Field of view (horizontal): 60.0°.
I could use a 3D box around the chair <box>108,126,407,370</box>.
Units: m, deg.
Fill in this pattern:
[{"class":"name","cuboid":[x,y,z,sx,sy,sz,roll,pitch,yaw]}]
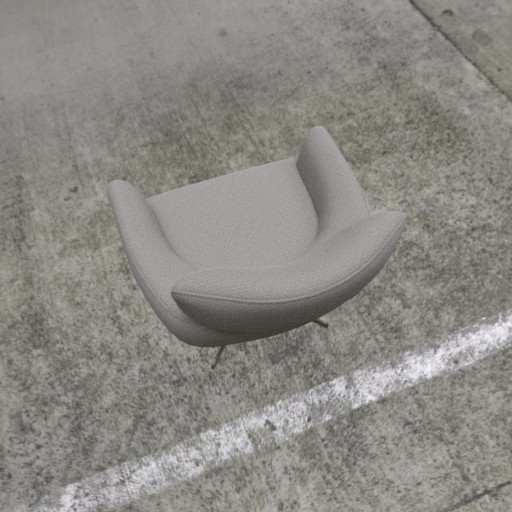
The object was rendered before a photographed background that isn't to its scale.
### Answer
[{"class":"chair","cuboid":[0.000,0.000,1.401,0.760,0.810,0.730,-18,59,-11]}]
